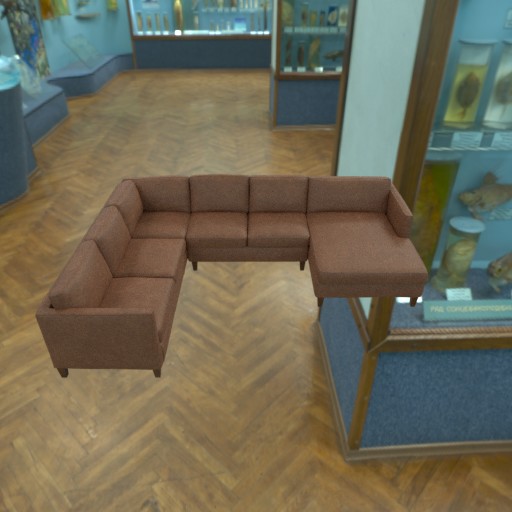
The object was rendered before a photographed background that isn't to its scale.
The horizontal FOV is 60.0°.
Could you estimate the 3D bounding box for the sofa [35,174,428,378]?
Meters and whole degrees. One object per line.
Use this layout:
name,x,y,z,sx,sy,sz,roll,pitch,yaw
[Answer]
sofa,0.000,0.000,4.626,3.460,0.923,2.593,0,33,0
